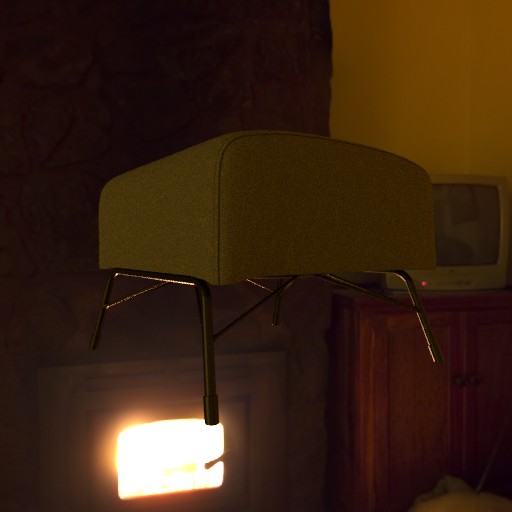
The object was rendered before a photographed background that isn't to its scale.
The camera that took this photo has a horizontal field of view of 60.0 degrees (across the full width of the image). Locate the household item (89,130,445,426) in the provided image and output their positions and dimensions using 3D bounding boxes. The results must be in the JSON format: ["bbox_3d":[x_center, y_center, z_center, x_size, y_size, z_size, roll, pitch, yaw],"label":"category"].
[{"bbox_3d":[0.000,0.000,0.914,0.530,0.410,0.530,-1,1,-36],"label":"household item"}]
